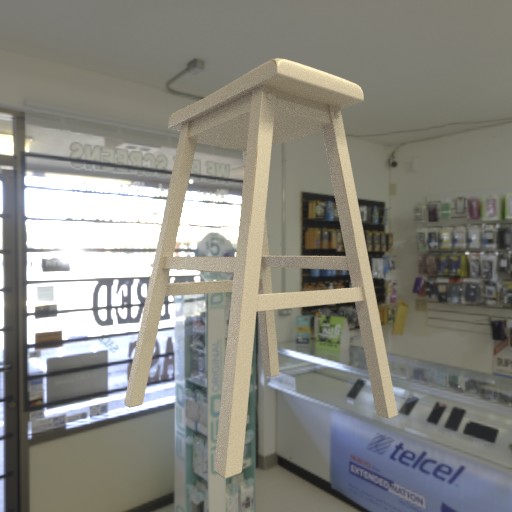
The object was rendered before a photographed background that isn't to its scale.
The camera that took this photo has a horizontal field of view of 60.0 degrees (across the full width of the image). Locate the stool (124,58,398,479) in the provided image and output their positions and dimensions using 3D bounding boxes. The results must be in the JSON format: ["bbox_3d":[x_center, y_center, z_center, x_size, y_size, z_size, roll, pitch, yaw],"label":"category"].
[{"bbox_3d":[0.000,0.000,1.059,0.476,0.737,0.457,0,1,-37],"label":"stool"}]
